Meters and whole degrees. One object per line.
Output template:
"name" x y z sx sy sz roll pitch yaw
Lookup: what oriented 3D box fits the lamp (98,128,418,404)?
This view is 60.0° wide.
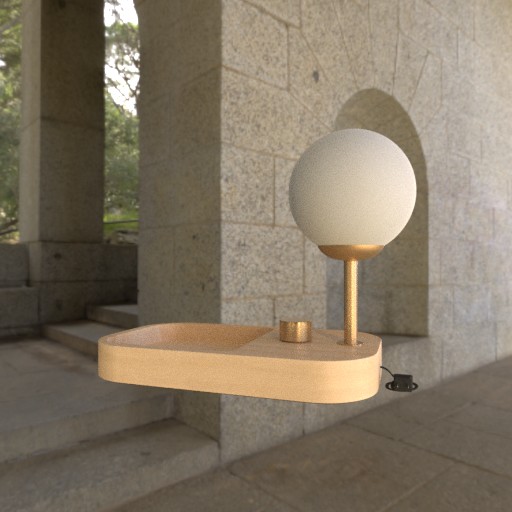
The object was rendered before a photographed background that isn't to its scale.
"lamp" 0.000 0.000 0.482 0.331 0.253 0.173 0 -1 19
